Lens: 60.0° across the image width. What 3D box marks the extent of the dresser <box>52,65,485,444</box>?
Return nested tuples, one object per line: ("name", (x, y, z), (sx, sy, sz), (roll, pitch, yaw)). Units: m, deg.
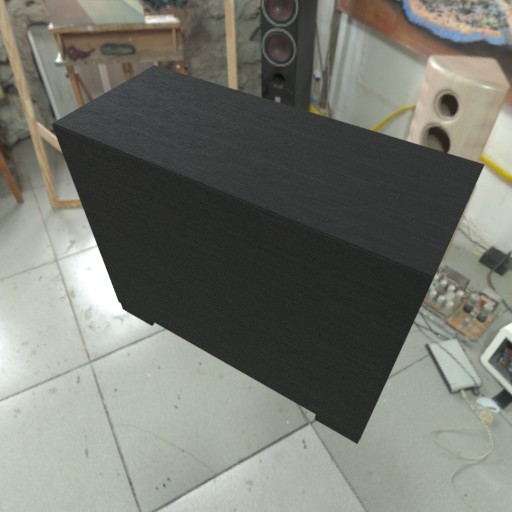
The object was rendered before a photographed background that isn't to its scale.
("dresser", (0.000, 0.000, 1.384), (0.994, 0.816, 0.404), (24, 52, 21))
